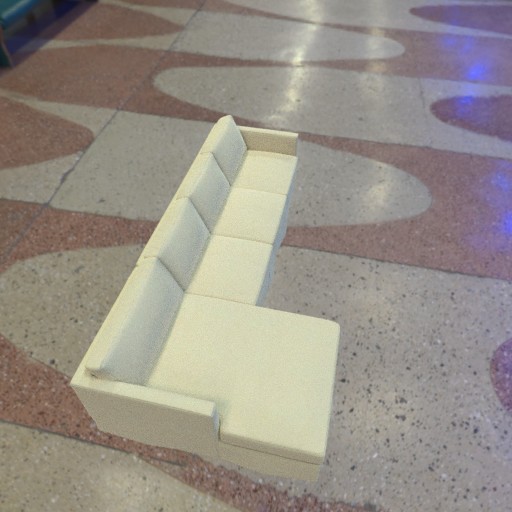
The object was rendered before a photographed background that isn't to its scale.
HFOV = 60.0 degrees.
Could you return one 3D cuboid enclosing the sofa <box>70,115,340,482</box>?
[{"bbox_3d":[0.000,0.000,3.845,1.650,0.922,3.205,9,47,9],"label":"sofa"}]
